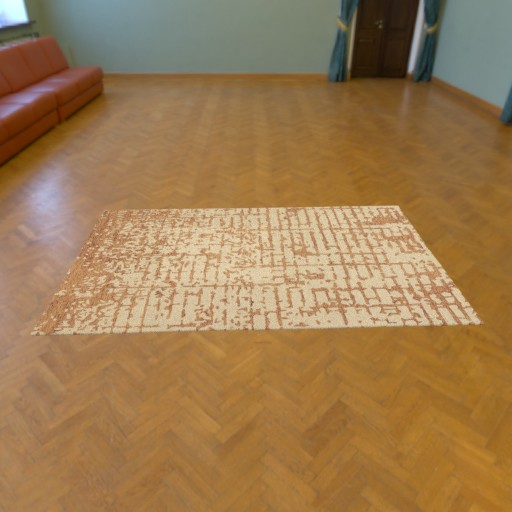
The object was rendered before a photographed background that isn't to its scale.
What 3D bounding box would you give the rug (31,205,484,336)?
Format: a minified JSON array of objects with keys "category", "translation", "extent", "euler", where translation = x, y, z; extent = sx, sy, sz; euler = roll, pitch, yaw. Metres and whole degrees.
[{"category":"rug","translation":[0.000,0.000,3.018],"extent":[2.435,0.011,1.517],"euler":[-1,31,-2]}]
